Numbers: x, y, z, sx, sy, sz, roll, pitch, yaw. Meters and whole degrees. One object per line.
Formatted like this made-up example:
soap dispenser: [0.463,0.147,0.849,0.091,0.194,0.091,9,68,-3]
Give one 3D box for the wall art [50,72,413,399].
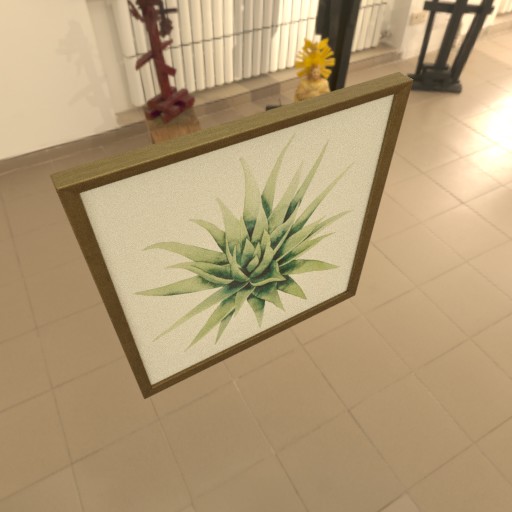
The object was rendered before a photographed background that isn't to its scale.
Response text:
wall art: [0.000,0.000,0.747,0.503,0.506,0.030,-23,51,-20]
